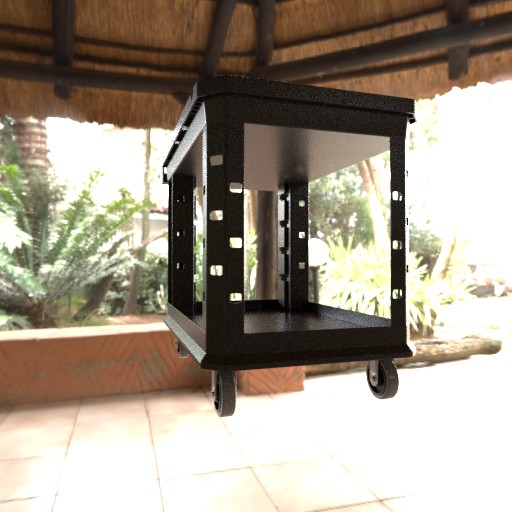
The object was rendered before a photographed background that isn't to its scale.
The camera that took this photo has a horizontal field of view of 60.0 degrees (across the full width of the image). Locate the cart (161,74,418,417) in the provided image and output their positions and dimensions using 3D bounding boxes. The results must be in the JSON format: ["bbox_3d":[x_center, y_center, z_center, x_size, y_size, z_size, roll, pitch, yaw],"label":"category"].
[{"bbox_3d":[0.000,0.000,1.764,0.674,0.884,1.239,0,-1,-18],"label":"cart"}]
